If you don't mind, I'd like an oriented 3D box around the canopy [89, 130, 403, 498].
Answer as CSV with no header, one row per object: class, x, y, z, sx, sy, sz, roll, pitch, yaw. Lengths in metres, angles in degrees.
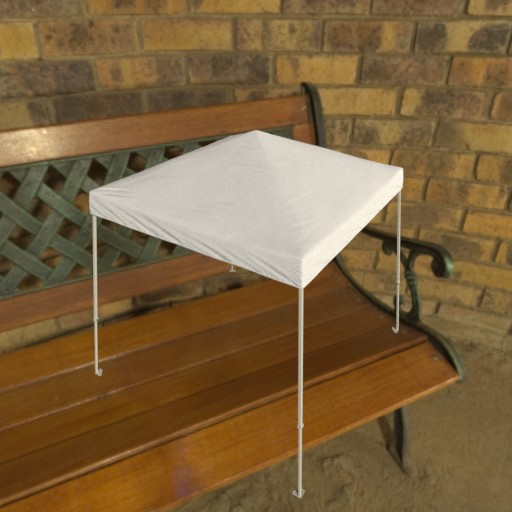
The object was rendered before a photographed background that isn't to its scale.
canopy,0.000,0.000,6.375,3.600,3.600,3.599,19,35,28
